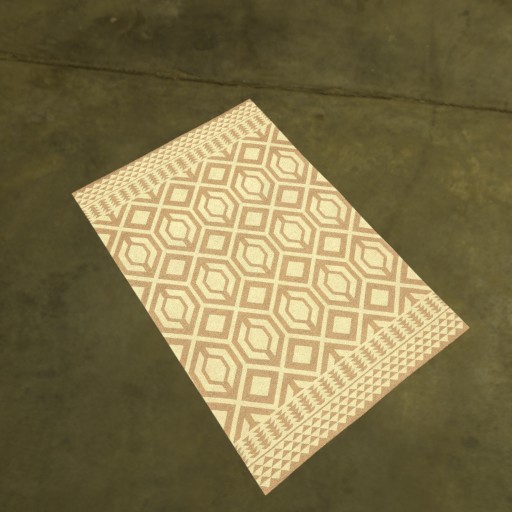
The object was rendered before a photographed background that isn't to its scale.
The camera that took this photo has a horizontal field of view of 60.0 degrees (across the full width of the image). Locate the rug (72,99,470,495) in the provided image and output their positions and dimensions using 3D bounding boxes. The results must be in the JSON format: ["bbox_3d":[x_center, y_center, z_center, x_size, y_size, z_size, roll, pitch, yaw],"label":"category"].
[{"bbox_3d":[0.000,0.000,2.306,1.219,0.008,1.829,-33,68,-15],"label":"rug"}]
